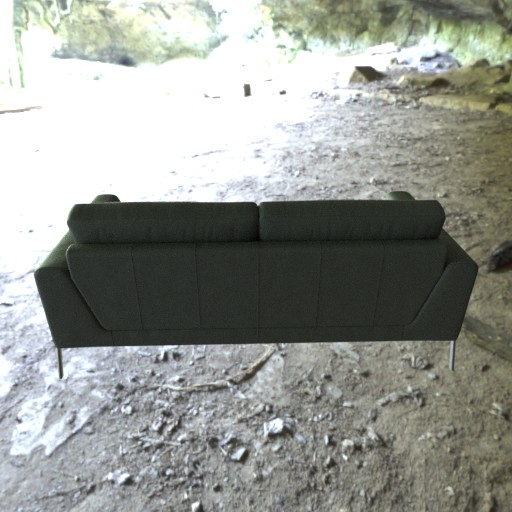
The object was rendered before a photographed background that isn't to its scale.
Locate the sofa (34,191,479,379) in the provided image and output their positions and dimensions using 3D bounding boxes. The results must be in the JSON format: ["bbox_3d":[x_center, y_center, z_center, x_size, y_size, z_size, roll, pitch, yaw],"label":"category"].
[{"bbox_3d":[0.000,0.000,2.462,2.017,0.875,0.953,-1,28,-1],"label":"sofa"}]
